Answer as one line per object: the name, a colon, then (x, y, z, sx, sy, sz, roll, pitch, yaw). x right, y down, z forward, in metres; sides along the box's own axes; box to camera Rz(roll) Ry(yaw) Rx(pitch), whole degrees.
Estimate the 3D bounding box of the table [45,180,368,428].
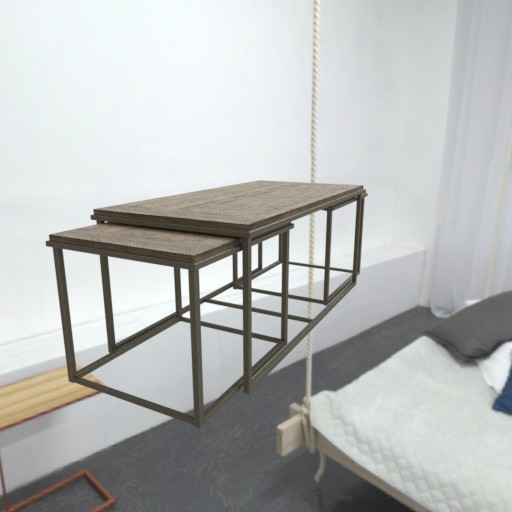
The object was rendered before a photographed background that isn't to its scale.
table: (0.000, 0.000, 1.551, 0.489, 0.427, 1.312, 8, 17, 27)
